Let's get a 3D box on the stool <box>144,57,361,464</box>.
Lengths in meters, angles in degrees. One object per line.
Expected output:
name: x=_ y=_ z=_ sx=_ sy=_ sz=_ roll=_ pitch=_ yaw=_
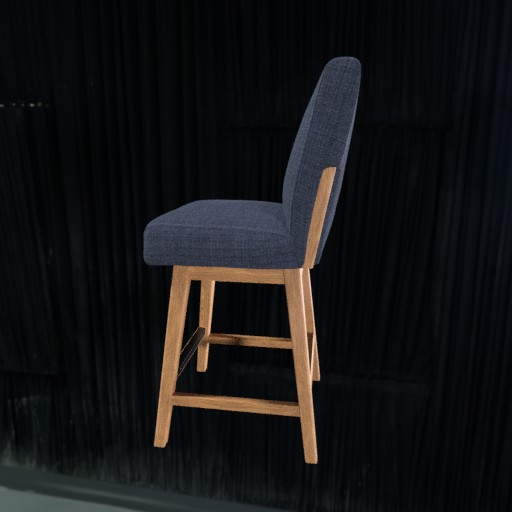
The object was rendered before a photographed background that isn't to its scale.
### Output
stool: x=0.000 y=0.000 z=1.300 sx=0.526 sy=1.010 sz=0.459 roll=2 pitch=15 yaw=9
